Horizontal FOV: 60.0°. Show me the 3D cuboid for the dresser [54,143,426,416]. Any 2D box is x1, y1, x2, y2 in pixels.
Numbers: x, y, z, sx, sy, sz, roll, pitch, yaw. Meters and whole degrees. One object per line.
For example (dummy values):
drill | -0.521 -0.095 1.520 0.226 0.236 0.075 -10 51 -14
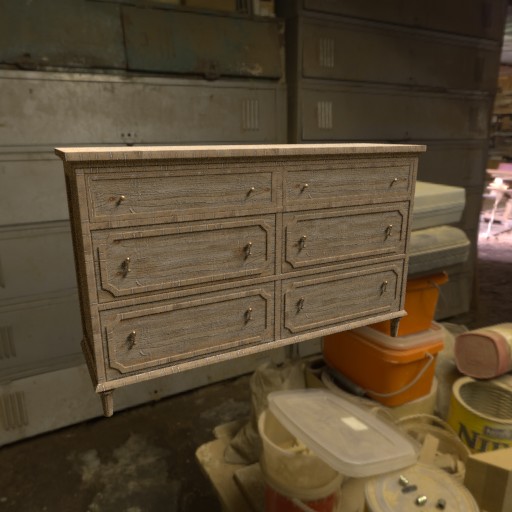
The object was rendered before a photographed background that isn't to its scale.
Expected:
dresser | 0.000 0.000 2.119 1.626 1.016 0.457 -8 18 -26
